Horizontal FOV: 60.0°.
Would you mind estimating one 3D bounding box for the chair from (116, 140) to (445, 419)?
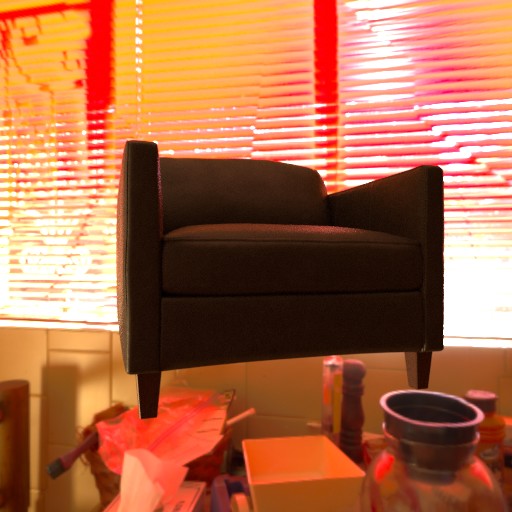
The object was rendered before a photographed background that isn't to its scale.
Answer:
[{"bbox_3d":[0.000,0.000,1.570,0.939,0.811,0.862,0,-1,-18],"label":"chair"}]
